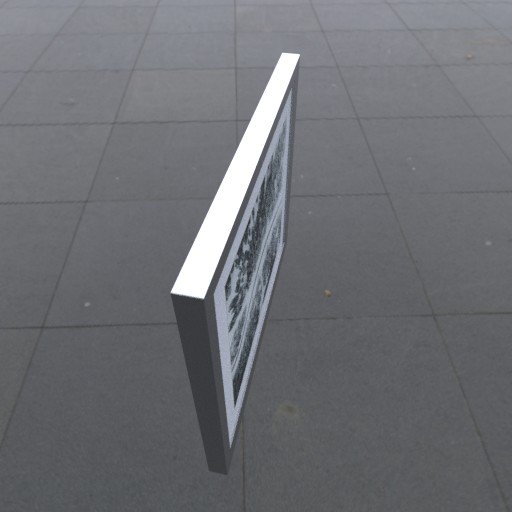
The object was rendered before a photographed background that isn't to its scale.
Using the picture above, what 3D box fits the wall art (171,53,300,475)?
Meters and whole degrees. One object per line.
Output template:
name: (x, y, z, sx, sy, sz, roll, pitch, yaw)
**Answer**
wall art: (0.000, 0.000, 0.748, 0.032, 0.456, 0.557, 9, 46, 9)
